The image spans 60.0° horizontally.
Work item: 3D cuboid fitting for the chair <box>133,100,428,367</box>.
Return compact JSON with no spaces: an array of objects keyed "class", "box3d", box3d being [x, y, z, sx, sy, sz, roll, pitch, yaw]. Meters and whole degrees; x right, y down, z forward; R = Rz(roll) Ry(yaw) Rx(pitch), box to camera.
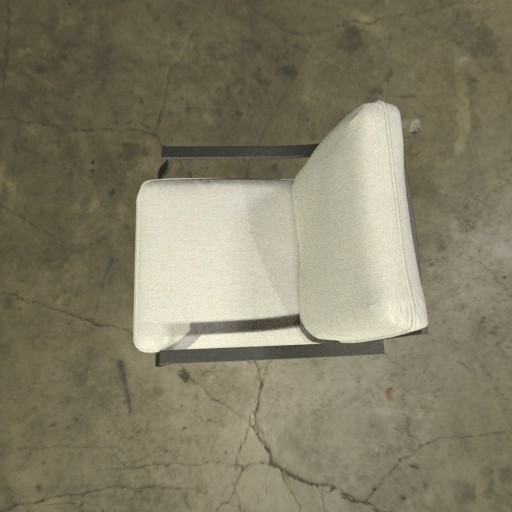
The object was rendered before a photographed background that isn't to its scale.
[{"class":"chair","box3d":[0.000,0.000,1.407,0.787,0.860,0.650,-2,75,-1]}]
